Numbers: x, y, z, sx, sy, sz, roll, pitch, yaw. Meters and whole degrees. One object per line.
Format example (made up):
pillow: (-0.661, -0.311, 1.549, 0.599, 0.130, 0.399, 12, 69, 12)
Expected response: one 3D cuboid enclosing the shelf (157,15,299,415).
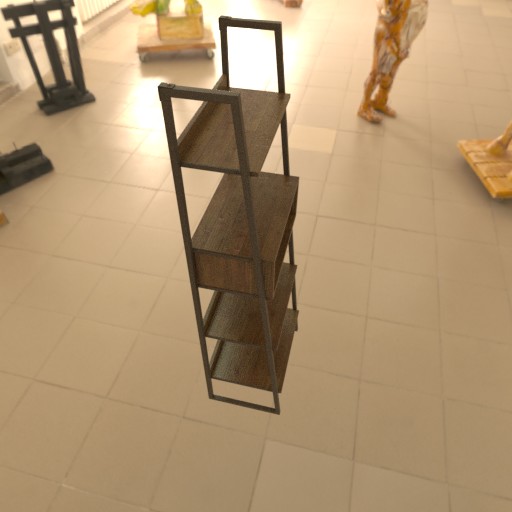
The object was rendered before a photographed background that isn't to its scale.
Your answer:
shelf: (0.000, 0.000, 2.229, 0.454, 2.005, 0.652, 10, 46, 9)
